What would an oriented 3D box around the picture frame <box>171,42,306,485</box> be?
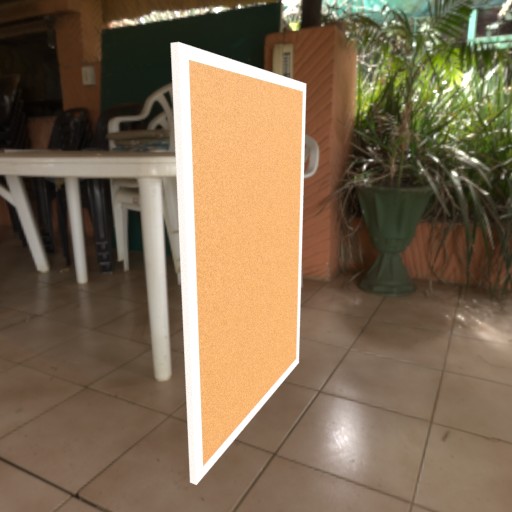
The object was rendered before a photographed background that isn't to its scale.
[{"bbox_3d":[0.000,0.000,0.835,0.013,0.657,0.457,7,16,26],"label":"picture frame"}]
